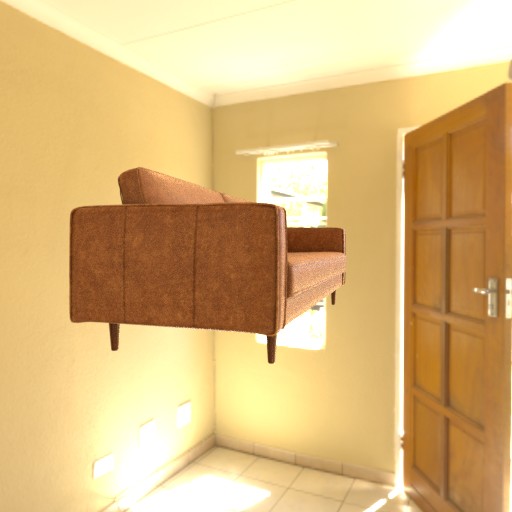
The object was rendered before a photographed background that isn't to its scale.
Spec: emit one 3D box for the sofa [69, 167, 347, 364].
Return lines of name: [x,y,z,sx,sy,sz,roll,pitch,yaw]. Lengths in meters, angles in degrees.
sofa: [0.000,0.000,2.645,0.886,0.779,2.199,0,1,17]
